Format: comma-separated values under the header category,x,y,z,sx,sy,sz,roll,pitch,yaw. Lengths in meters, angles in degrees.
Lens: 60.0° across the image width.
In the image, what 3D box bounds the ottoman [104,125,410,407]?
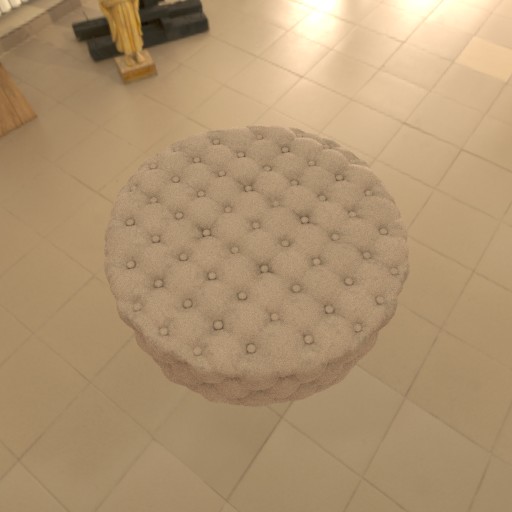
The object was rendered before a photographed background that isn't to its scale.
category,x,y,z,sx,sy,sz,roll,pitch,yaw
ottoman,0.000,0.000,1.572,0.998,0.399,0.998,0,58,0
